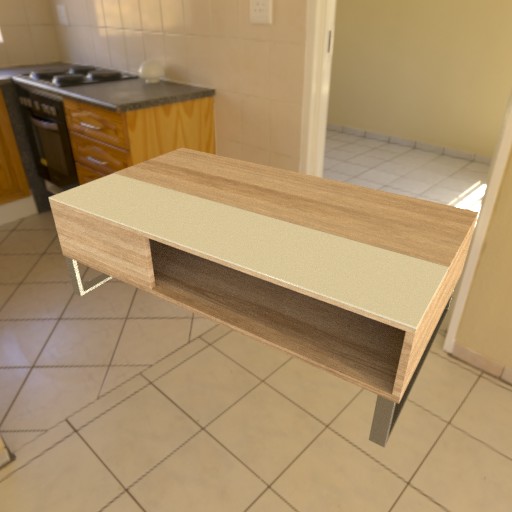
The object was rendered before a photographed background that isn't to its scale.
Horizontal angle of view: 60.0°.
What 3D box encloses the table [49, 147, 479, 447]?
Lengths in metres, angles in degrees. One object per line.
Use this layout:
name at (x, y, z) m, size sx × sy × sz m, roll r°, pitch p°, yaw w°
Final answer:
table at (0.000, 0.000, 1.376) m, size 1.100 × 0.350 × 0.600 m, roll 19°, pitch 35°, yaw 28°
